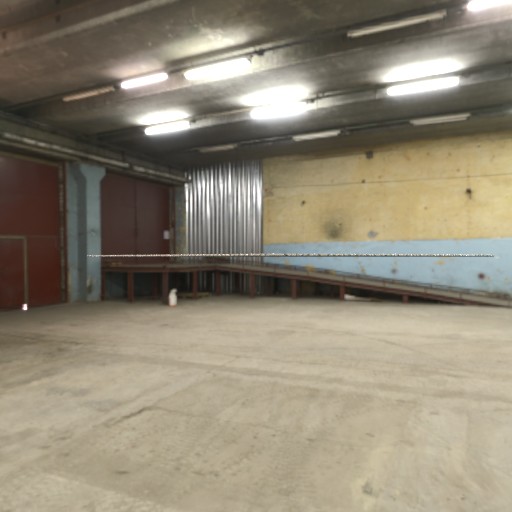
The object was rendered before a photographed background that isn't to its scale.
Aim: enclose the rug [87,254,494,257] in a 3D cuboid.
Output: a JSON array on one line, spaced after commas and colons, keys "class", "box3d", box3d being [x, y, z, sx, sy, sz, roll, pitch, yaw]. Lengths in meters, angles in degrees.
[{"class": "rug", "box3d": [0.000, 0.000, 2.165, 1.144, 0.008, 1.752, 0, 0, -36]}]
